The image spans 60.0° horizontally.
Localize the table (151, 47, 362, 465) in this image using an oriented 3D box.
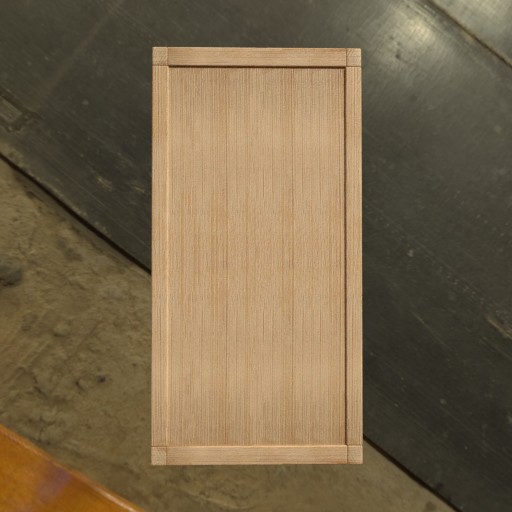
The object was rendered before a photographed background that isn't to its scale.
[{"bbox_3d":[0.000,0.000,1.616,0.660,0.457,1.321,0,89,-1],"label":"table"}]
